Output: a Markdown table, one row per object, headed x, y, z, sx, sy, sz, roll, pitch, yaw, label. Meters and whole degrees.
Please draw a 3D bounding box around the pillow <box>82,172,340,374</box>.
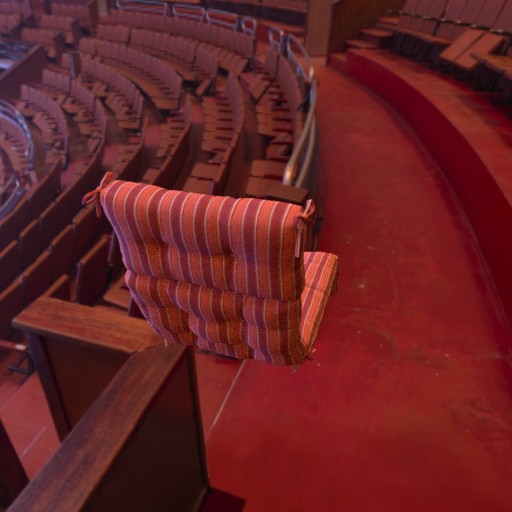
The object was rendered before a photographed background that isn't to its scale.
| x | y | z | sx | sy | sz | roll | pitch | yaw | label |
| --- | --- | --- | --- | --- | --- | --- | --- | --- | --- |
| 0.000 | 0.000 | 1.533 | 0.526 | 0.863 | 1.016 | 10 | 32 | 15 | pillow |
